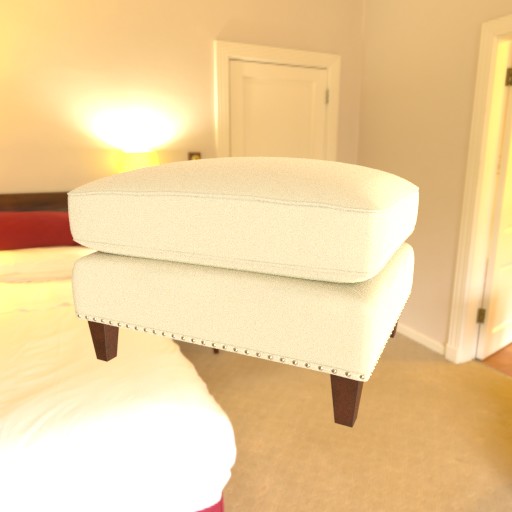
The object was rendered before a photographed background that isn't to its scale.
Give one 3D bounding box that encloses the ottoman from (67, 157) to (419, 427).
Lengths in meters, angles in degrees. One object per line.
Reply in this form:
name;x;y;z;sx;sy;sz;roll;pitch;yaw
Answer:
ottoman;0.000;0.000;1.174;0.741;0.513;0.584;6;15;25
